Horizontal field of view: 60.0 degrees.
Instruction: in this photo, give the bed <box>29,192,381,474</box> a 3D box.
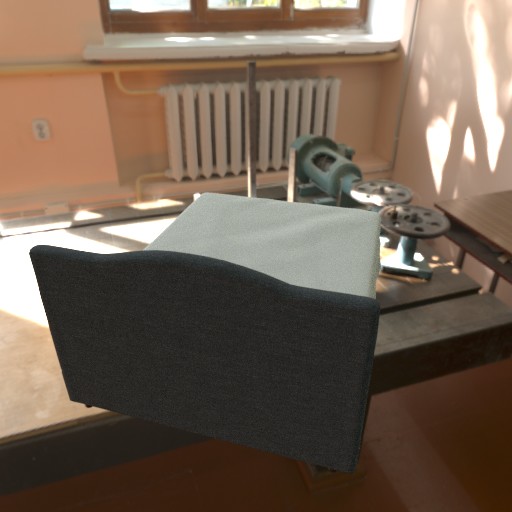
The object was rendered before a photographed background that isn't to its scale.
[{"bbox_3d":[0.000,0.000,3.806,2.161,1.457,2.689,9,32,14],"label":"bed"}]
